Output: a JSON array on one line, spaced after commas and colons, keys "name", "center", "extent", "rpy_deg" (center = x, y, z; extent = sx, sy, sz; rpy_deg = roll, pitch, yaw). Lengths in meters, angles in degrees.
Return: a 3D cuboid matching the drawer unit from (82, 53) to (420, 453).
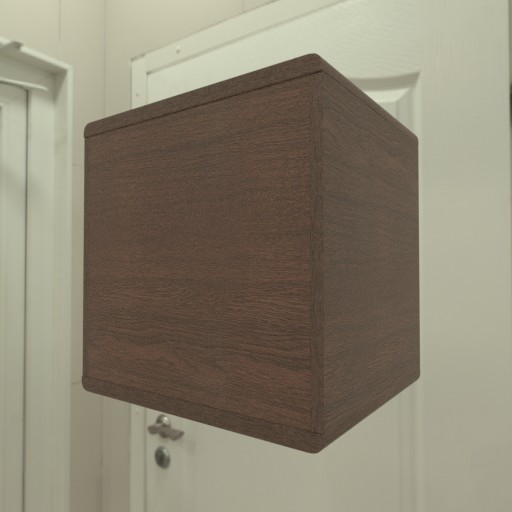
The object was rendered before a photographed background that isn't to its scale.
[{"name": "drawer unit", "center": [0.000, 0.000, 0.590], "extent": [0.344, 0.344, 0.290], "rpy_deg": [-1, -1, 36]}]
